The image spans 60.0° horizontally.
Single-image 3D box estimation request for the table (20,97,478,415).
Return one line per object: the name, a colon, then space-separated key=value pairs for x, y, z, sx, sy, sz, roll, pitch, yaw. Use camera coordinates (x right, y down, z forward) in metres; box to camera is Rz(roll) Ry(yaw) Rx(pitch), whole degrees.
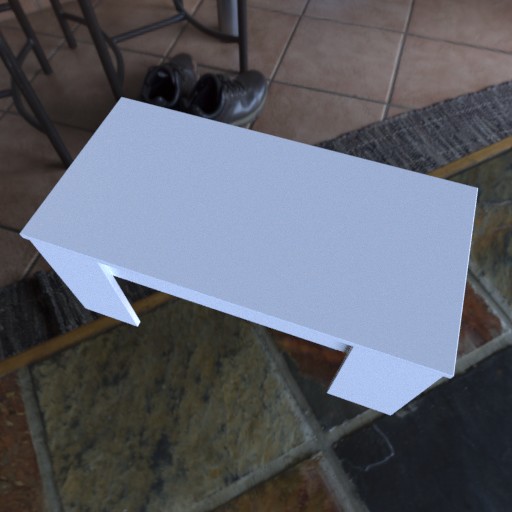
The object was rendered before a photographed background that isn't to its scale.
table: x=0.000 y=0.000 z=1.262 sx=1.000 sy=0.440 sz=0.500 roll=17 pitch=61 yaw=10
